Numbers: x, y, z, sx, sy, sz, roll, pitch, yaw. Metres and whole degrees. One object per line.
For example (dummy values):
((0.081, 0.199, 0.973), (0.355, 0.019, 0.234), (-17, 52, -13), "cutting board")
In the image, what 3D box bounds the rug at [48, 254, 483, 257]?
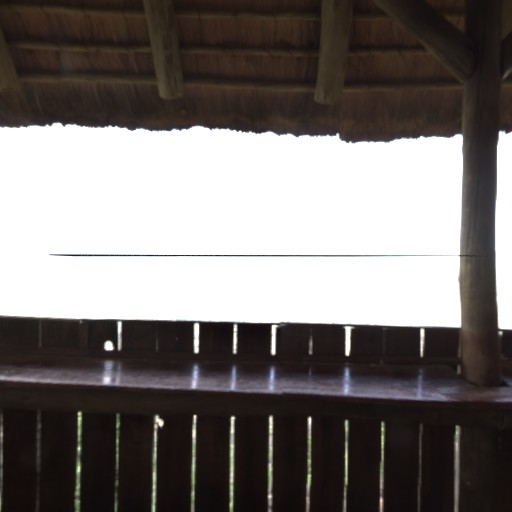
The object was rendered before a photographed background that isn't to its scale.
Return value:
((0.000, 0.000, 3.045), (2.438, 0.008, 1.523), (0, 0, -19), "rug")
